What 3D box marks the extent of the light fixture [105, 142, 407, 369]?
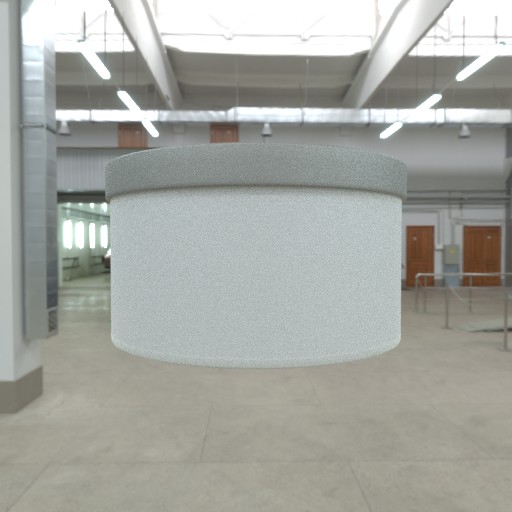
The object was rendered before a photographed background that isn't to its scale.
[{"bbox_3d":[0.000,0.000,0.613,0.393,0.229,0.393,0,1,0],"label":"light fixture"}]
